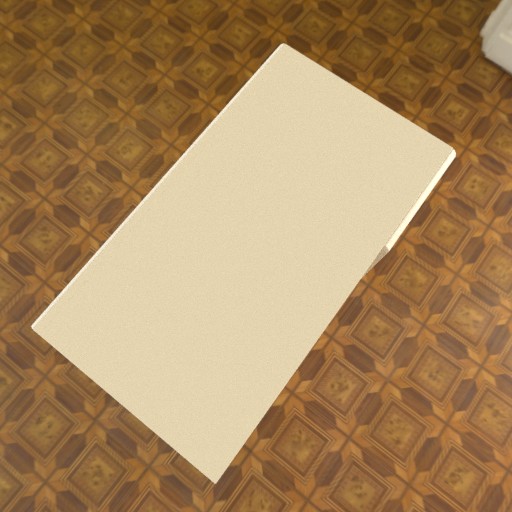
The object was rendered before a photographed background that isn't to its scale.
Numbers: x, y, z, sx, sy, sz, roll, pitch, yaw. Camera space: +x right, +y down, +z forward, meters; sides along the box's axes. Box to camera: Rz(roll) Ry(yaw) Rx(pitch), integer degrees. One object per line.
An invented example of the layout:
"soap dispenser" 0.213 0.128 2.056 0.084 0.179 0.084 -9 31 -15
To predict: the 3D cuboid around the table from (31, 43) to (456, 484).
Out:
"table" 0.000 0.000 1.413 0.639 0.442 1.097 36 77 9
